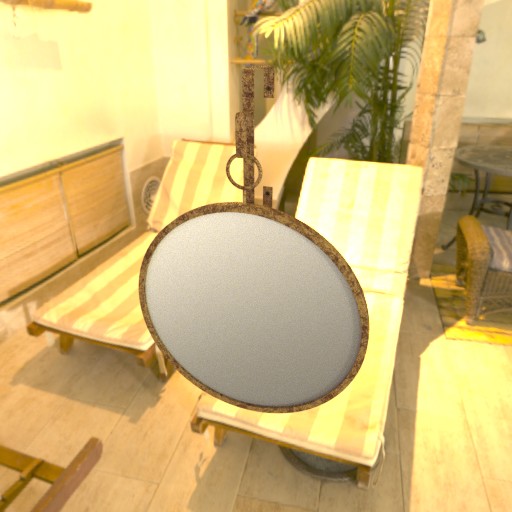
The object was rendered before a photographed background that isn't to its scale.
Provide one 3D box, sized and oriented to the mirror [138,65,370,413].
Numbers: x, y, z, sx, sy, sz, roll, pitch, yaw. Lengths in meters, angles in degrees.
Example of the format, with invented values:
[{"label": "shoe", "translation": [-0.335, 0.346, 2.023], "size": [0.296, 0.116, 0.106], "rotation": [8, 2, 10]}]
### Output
[{"label": "mirror", "translation": [0.000, 0.000, 0.830], "size": [0.447, 0.651, 0.144], "rotation": [9, 28, 16]}]
